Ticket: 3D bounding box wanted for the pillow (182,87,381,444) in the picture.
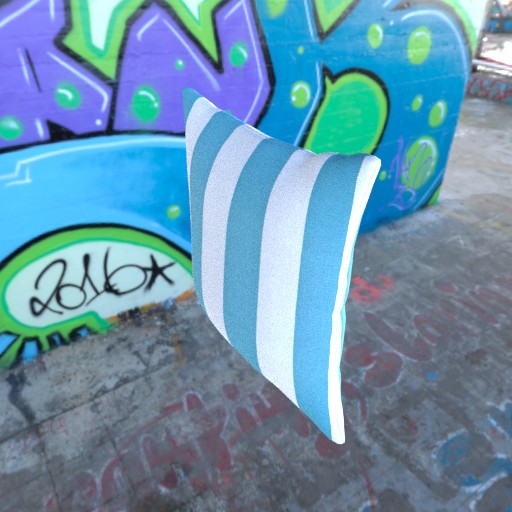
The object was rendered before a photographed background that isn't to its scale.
[{"bbox_3d":[0.000,0.000,0.839,0.189,0.526,0.536,-20,37,-29],"label":"pillow"}]
